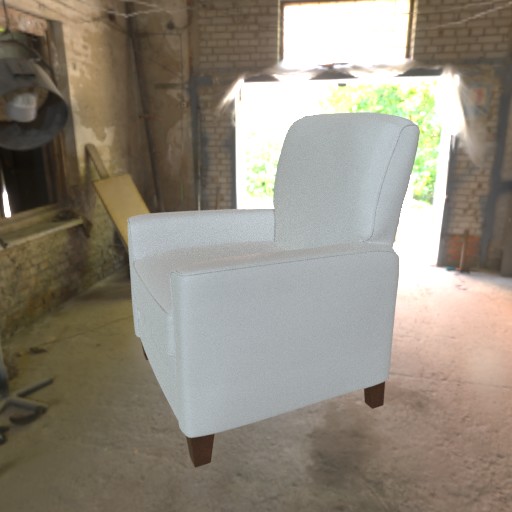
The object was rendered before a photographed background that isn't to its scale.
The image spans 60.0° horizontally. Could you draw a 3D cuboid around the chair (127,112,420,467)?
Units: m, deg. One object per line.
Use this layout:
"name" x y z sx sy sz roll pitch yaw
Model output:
"chair" 0.000 0.000 1.660 0.858 1.028 0.841 -8 18 -24
